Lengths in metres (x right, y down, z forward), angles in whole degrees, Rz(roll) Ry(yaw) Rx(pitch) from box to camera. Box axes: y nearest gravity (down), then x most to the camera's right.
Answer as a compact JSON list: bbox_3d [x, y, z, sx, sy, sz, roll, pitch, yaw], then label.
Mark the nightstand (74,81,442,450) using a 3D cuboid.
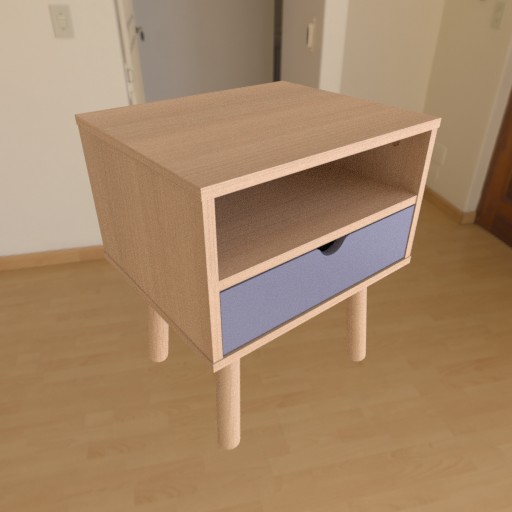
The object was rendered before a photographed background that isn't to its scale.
[{"bbox_3d":[0.000,0.000,0.852,0.450,0.530,0.380,-23,39,-32],"label":"nightstand"}]
